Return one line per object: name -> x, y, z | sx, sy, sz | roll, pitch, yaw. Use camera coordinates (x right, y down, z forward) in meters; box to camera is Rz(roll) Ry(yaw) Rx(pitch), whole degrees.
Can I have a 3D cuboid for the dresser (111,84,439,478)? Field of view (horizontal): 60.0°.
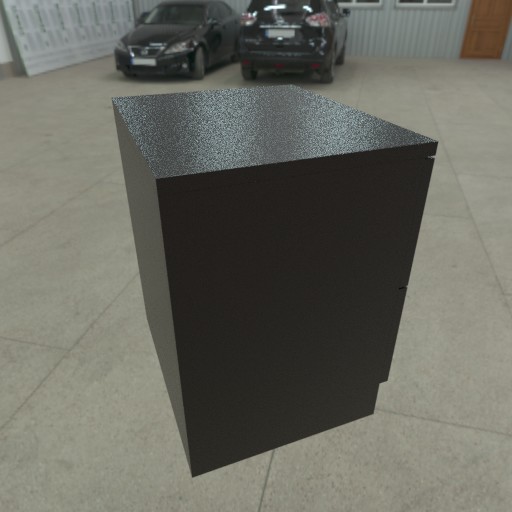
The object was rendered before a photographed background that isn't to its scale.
dresser -> 0.000, 0.000, 0.754 | 0.360, 0.470, 0.400 | -11, 33, -18
